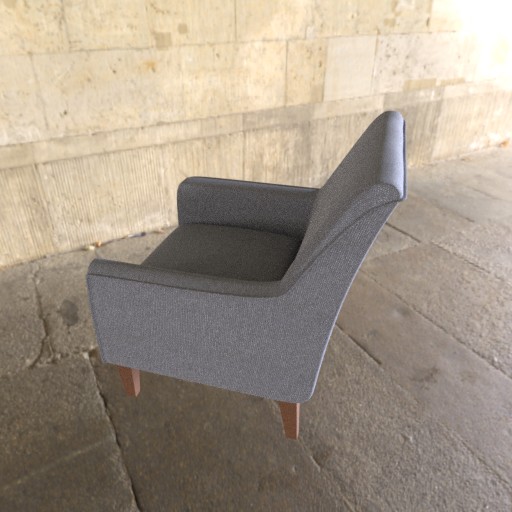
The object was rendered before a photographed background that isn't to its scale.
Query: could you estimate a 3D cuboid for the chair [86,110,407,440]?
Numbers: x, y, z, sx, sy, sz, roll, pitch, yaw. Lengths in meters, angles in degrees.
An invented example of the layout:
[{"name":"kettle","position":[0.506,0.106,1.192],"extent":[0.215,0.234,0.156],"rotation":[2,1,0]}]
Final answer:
[{"name":"chair","position":[0.000,0.000,1.595],"extent":[0.899,0.919,0.780],"rotation":[8,32,14]}]
